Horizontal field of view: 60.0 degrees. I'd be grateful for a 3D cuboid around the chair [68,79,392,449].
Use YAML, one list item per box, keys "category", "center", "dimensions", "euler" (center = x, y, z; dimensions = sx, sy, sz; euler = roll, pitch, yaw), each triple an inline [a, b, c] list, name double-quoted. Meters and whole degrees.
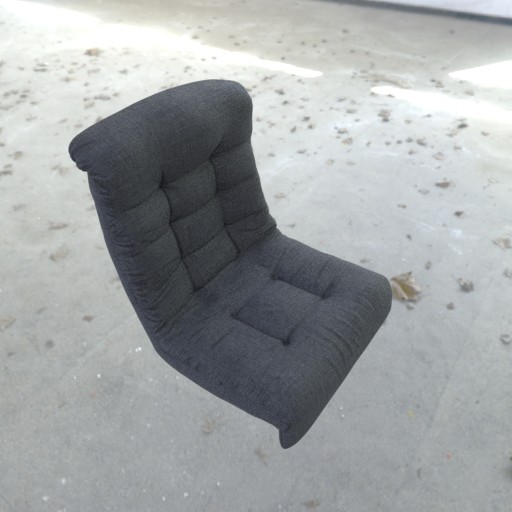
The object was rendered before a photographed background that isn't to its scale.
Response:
- category: "chair"
  center: [0.000, 0.000, 1.206]
  dimensions: [0.668, 0.749, 0.597]
  euler: [25, 46, 27]
